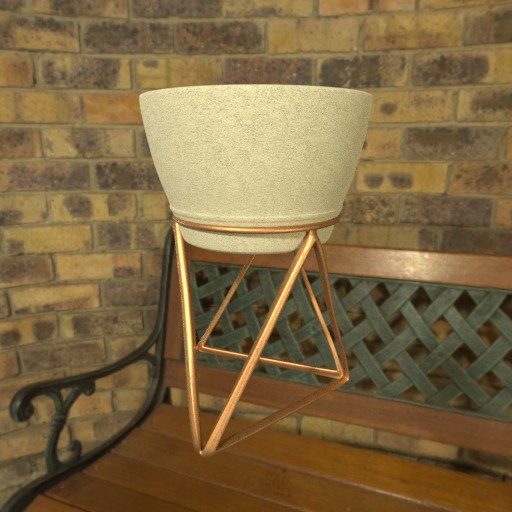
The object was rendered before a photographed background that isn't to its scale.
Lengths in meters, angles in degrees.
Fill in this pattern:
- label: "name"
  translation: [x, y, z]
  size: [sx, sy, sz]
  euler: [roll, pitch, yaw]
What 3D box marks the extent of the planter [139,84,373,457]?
- label: "planter"
  translation: [0.000, 0.000, 0.748]
  size: [0.350, 0.504, 0.350]
  euler: [-2, 15, -9]
